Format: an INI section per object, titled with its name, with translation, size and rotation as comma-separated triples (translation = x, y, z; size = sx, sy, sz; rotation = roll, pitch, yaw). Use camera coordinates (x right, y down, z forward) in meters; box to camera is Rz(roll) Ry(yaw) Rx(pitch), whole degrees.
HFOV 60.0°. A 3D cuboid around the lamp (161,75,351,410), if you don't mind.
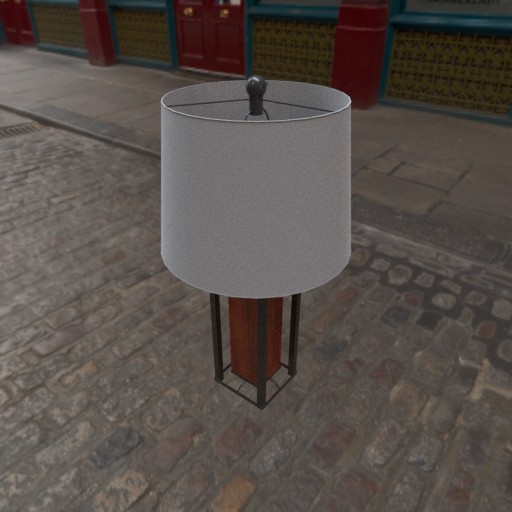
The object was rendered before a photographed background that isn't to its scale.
[lamp]
translation = 0.000, 0.000, 0.772
size = 0.320, 0.591, 0.320
rotation = 0, 31, 0
